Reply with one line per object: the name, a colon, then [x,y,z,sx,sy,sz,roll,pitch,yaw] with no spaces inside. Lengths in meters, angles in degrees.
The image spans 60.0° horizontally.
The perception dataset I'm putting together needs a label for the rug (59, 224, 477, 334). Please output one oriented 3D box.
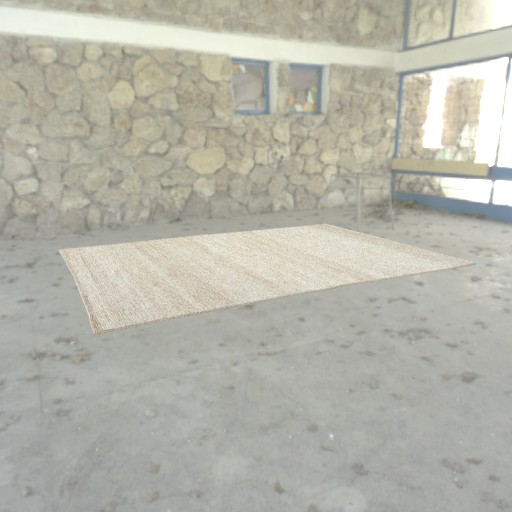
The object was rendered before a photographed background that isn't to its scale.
rug: [0.000,0.000,2.926,2.283,0.030,1.596,-7,16,-26]
